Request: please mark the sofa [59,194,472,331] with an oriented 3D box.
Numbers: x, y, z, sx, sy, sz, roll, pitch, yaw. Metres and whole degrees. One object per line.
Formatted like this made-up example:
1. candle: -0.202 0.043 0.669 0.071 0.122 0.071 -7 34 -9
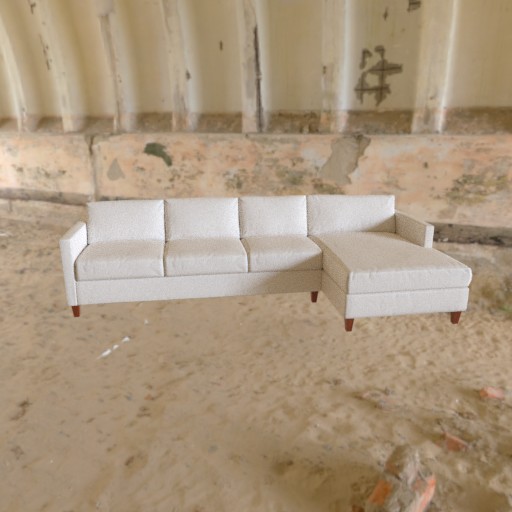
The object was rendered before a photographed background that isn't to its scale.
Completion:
1. sofa: 0.000 0.000 4.226 3.471 0.954 1.606 -3 17 -8
